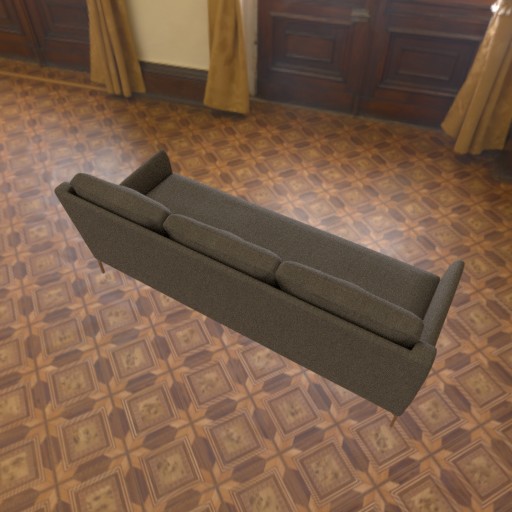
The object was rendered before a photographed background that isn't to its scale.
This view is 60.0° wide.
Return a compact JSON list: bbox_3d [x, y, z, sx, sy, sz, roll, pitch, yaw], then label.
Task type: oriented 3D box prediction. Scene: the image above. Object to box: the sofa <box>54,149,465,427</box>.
[{"bbox_3d":[0.000,0.000,2.491,2.060,0.837,0.849,24,51,21],"label":"sofa"}]
